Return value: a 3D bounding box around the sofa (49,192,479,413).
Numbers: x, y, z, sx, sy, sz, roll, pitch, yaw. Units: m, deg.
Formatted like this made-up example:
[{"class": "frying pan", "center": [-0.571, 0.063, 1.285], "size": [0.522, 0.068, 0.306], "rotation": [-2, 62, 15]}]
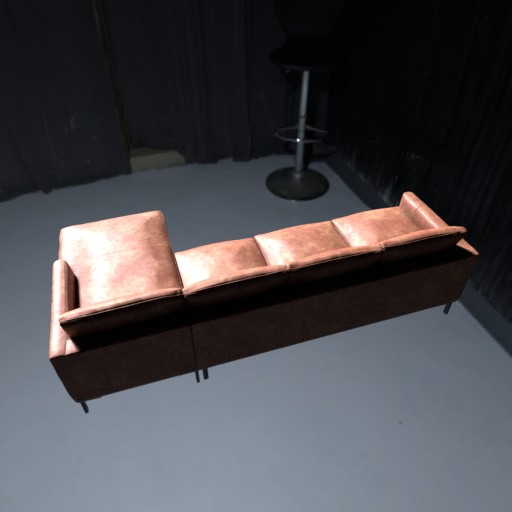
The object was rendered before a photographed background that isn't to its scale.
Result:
[{"class": "sofa", "center": [0.000, 0.000, 3.550], "size": [2.993, 0.859, 1.471], "rotation": [-12, 43, -13]}]
